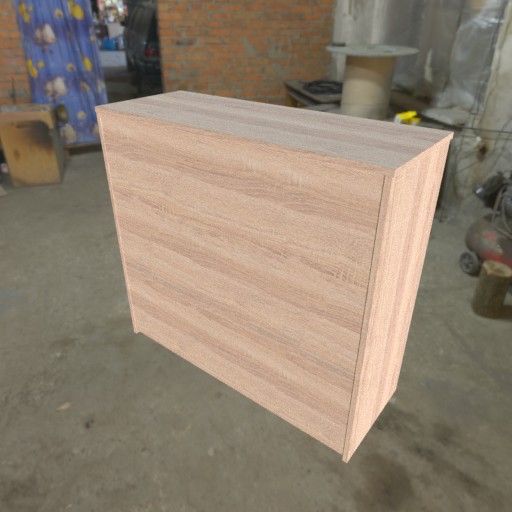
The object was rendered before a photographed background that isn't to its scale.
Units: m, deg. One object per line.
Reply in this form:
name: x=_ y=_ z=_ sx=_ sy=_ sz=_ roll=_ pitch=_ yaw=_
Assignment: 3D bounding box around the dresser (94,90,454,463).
dresser: x=0.000 y=0.000 z=1.472 sx=0.980 sy=0.900 sz=0.380 roll=21 pitch=36 yaw=32
